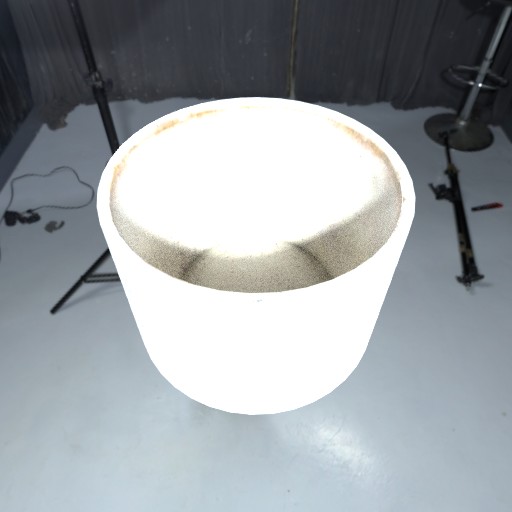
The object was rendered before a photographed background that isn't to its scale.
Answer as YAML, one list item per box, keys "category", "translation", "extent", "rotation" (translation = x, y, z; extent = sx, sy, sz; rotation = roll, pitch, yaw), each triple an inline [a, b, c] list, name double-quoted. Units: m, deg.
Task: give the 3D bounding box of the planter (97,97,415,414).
- category: "planter"
  translation: [0.000, 0.000, 0.319]
  extent: [0.186, 0.144, 0.186]
  rotation: [0, 49, 0]
